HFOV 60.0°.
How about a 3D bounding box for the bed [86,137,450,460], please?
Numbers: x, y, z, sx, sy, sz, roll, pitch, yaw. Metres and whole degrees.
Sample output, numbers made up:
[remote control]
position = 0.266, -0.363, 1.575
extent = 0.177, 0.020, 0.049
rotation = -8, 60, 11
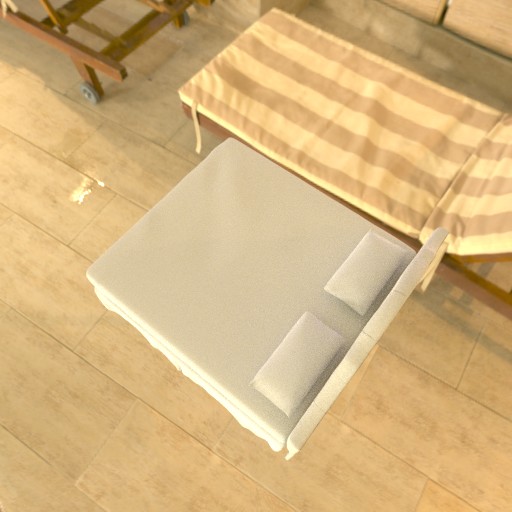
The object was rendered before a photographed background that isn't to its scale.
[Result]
[bed]
position = 0.000, 0.000, 3.554
extent = 2.214, 1.615, 2.008
rotation = 35, 68, 17
